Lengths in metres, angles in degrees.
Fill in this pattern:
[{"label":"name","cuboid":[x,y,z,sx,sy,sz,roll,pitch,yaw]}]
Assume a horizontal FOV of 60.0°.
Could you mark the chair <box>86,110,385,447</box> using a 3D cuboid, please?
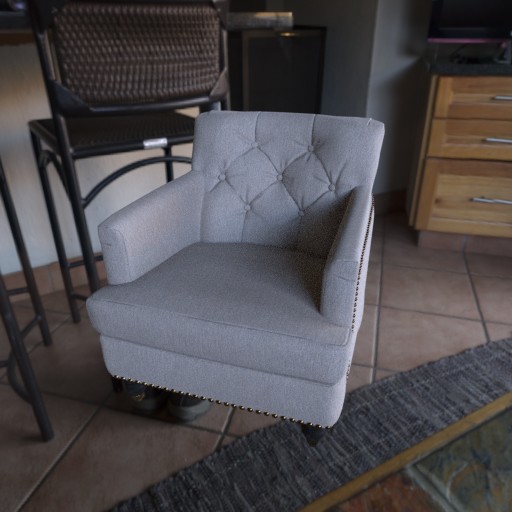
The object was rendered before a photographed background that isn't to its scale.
[{"label":"chair","cuboid":[0.000,0.000,1.499,0.737,0.823,0.902,8,27,16]}]
